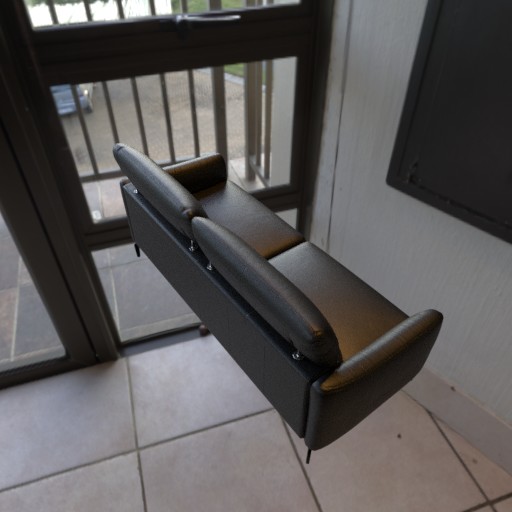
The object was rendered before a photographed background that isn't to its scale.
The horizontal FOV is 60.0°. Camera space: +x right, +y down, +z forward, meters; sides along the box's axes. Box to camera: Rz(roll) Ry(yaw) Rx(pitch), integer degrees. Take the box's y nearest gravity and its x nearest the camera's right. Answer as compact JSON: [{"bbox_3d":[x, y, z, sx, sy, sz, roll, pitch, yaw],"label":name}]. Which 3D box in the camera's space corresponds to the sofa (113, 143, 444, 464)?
[{"bbox_3d":[0.000,0.000,2.626,0.856,0.957,2.069,-26,48,-26],"label":"sofa"}]
